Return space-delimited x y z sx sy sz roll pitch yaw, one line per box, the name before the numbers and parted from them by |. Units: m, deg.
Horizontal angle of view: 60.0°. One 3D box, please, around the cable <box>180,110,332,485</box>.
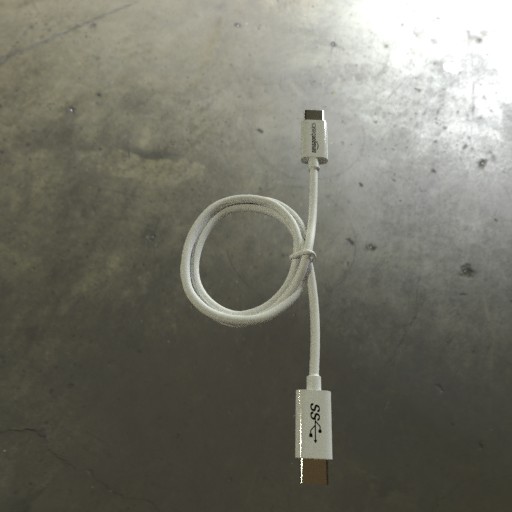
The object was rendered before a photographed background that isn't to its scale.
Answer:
cable | 0.000 0.000 0.205 0.070 0.014 0.186 3 64 1
